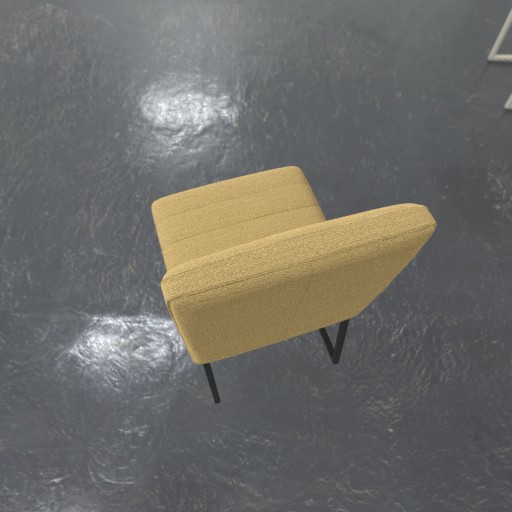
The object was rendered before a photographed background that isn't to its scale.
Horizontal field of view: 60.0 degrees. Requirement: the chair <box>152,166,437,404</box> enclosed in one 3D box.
[{"bbox_3d":[0.000,0.000,1.296,0.520,0.930,0.634,-16,60,-9],"label":"chair"}]
